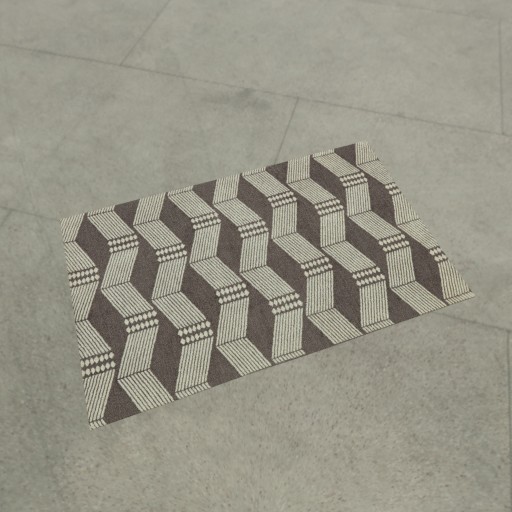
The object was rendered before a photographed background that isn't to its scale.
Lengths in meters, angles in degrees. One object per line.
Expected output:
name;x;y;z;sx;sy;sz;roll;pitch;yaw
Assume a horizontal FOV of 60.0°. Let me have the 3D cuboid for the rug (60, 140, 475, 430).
rug;0.000;0.000;2.997;2.435;0.011;1.517;-16;58;-10
